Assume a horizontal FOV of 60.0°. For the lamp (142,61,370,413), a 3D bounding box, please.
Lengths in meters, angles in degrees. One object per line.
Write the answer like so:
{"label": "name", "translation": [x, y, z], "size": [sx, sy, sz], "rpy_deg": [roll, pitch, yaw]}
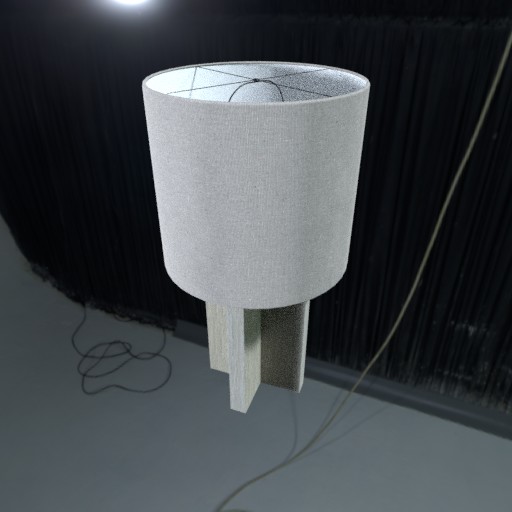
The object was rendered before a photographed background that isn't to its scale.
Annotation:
{"label": "lamp", "translation": [0.000, 0.000, 0.566], "size": [0.229, 0.428, 0.229], "rpy_deg": [11, 33, 17]}
